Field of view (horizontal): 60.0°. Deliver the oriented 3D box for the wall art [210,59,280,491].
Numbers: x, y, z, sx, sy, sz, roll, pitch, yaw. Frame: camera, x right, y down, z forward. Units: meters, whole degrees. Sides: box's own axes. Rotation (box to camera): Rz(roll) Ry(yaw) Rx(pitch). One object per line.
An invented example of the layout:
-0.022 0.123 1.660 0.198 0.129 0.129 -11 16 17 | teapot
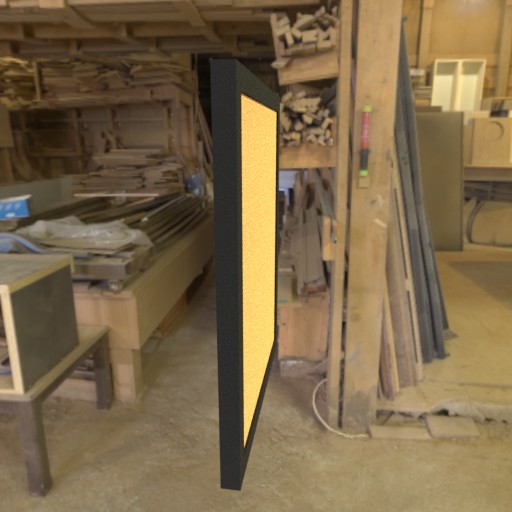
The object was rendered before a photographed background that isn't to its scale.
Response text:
0.000 0.000 0.769 0.029 0.559 0.457 2 15 9 | wall art
